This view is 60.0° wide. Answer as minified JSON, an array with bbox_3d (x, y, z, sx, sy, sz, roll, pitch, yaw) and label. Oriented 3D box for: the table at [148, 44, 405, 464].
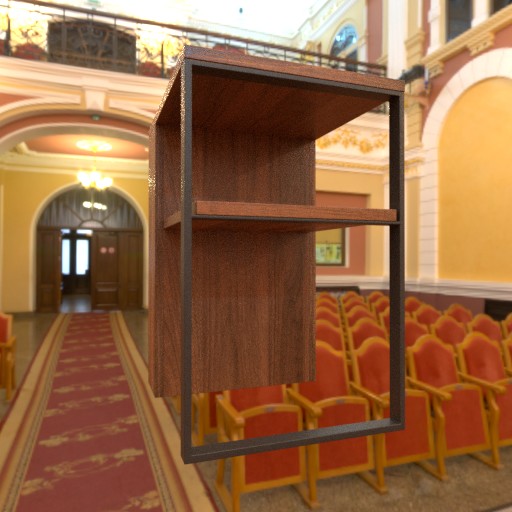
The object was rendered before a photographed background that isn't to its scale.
[{"bbox_3d":[0.000,0.000,1.573,0.660,1.041,0.786,0,0,-20],"label":"table"}]
